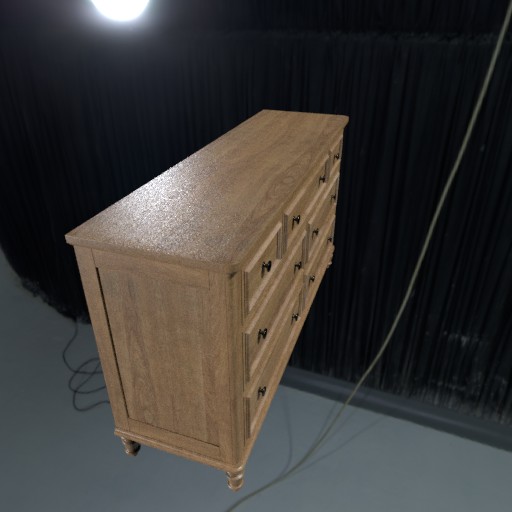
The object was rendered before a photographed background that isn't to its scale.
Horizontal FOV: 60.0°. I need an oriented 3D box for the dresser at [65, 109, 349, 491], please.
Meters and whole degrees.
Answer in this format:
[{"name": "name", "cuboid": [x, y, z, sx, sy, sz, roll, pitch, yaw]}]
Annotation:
[{"name": "dresser", "cuboid": [0.000, 0.000, 1.923, 0.468, 0.892, 1.583, 10, 31, 17]}]
